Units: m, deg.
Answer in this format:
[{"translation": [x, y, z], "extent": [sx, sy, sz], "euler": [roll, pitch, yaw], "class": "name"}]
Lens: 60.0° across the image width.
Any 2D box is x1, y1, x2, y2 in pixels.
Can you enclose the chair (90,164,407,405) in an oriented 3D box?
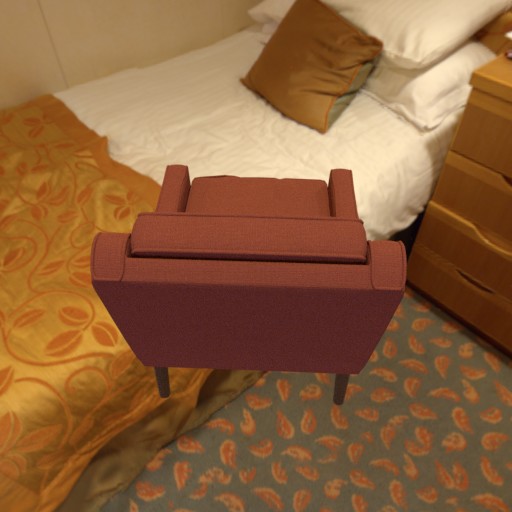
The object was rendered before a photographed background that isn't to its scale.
[{"translation": [0.000, 0.000, 1.421], "extent": [0.680, 0.812, 0.770], "euler": [2, 47, 2], "class": "chair"}]
